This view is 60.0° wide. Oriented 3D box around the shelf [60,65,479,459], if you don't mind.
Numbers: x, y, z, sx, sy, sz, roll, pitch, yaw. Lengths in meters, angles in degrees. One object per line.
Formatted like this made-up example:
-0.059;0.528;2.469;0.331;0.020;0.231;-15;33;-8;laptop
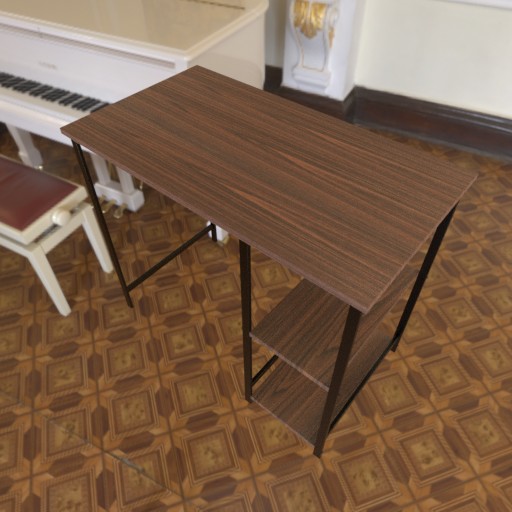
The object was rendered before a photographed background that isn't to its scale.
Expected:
0.000;0.000;1.344;0.902;0.750;0.498;31;54;26;shelf
